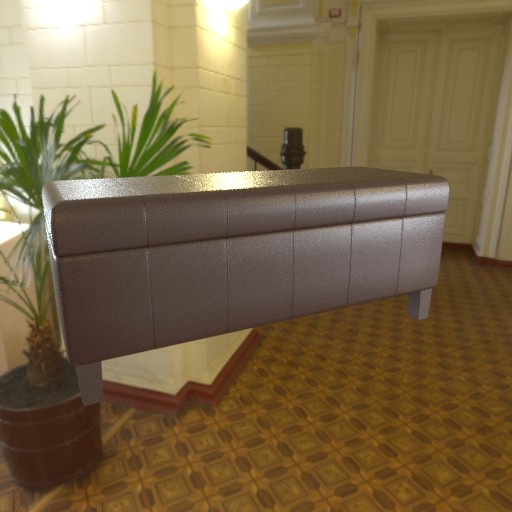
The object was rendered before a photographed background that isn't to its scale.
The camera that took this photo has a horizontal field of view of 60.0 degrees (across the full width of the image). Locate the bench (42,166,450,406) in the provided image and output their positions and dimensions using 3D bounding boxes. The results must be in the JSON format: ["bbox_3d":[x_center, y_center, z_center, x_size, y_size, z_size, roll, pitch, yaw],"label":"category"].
[{"bbox_3d":[0.000,0.000,1.313,1.092,0.457,0.429,-8,18,-26],"label":"bench"}]
